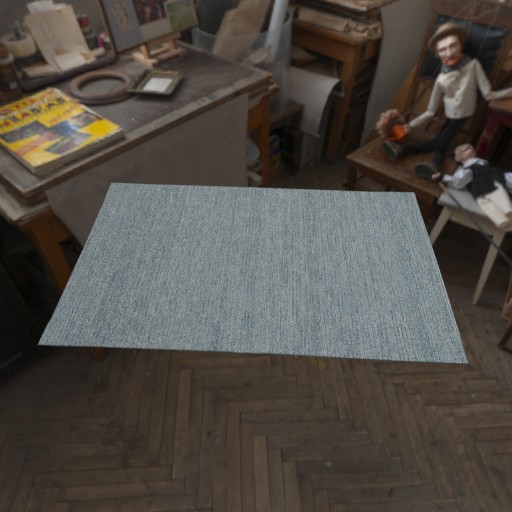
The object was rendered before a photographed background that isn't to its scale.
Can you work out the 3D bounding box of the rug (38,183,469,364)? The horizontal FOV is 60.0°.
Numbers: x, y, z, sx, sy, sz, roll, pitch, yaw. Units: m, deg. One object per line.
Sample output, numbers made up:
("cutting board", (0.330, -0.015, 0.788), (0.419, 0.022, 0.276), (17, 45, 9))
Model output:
("rug", (0.000, 0.000, 2.293), (1.853, 0.022, 1.174), (2, 46, 2))
